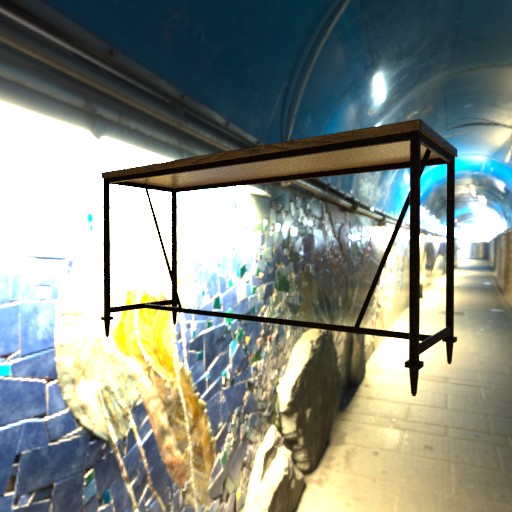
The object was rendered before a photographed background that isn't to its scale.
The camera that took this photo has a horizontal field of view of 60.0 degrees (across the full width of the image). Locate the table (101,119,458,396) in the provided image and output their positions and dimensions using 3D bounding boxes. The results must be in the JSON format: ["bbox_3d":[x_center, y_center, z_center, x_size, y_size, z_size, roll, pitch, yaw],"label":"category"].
[{"bbox_3d":[0.000,0.000,2.143,1.700,0.902,0.551,1,1,36],"label":"table"}]
